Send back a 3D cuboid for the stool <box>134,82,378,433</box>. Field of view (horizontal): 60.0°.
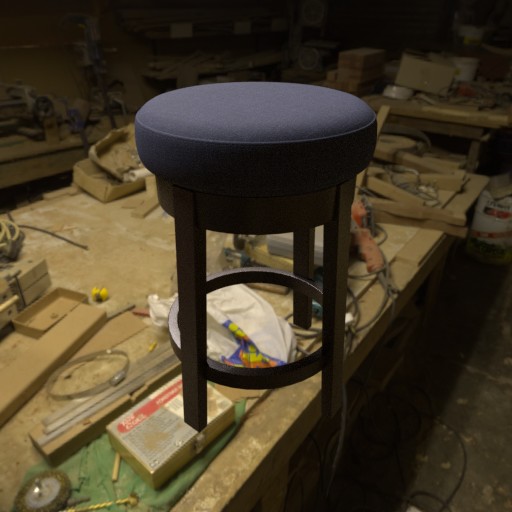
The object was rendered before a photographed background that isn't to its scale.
[{"bbox_3d":[0.000,0.000,0.941,0.449,0.655,0.449,0,30,0],"label":"stool"}]
